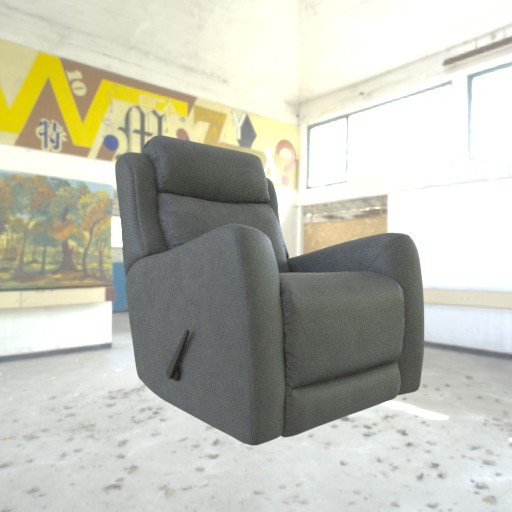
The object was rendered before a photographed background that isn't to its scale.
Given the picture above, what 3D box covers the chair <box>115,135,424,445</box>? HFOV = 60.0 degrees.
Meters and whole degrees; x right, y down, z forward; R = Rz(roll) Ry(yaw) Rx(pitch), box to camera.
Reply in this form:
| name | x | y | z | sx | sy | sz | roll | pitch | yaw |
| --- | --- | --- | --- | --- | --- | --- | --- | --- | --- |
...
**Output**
| name | x | y | z | sx | sy | sz | roll | pitch | yaw |
| --- | --- | --- | --- | --- | --- | --- | --- | --- | --- |
| chair | 0.000 | 0.000 | 1.901 | 0.967 | 1.116 | 1.068 | 1 | -1 | -39 |
